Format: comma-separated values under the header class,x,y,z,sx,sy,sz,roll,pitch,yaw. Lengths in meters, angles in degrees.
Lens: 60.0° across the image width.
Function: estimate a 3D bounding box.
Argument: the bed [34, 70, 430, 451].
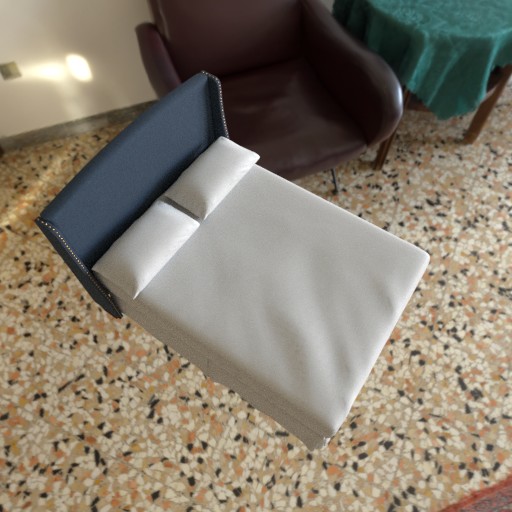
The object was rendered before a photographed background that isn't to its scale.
class,x,y,z,sx,sy,sz,roll,pitch,yaw
bed,0.000,0.000,3.320,2.237,1.407,1.710,30,64,16
